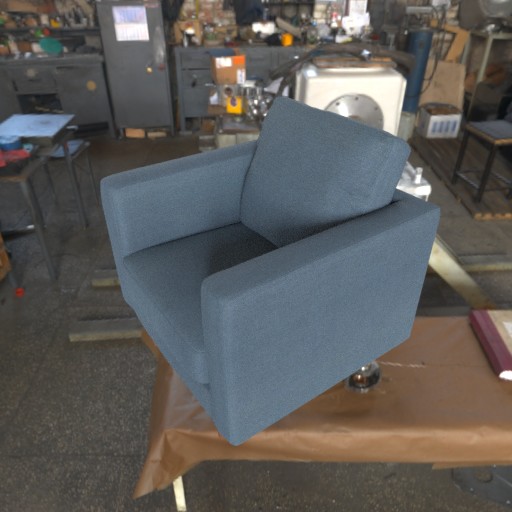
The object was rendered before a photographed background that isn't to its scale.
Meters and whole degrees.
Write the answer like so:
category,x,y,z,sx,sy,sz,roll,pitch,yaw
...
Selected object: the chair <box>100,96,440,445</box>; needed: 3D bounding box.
category,x,y,z,sx,sy,sz,roll,pitch,yaw
chair,0.000,0.000,1.567,0.820,0.922,0.855,-21,39,-29
